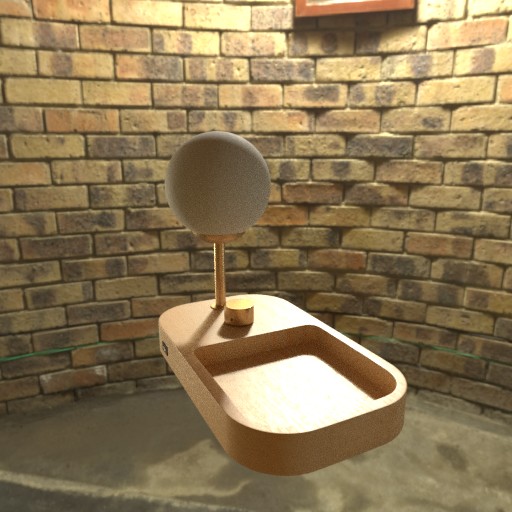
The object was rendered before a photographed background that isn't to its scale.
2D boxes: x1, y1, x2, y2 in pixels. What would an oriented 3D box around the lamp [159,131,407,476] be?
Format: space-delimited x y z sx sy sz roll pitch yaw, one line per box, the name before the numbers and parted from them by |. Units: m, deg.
lamp | 0.000 0.000 0.457 0.173 0.253 0.331 -7 16 -26
